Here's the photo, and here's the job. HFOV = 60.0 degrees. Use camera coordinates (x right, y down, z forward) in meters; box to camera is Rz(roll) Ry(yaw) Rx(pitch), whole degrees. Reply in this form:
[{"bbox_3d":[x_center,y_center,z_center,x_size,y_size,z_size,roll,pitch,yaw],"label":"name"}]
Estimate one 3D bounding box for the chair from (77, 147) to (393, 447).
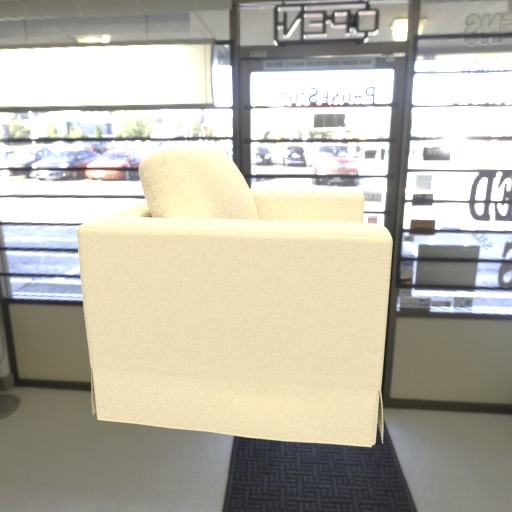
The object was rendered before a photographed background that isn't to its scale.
[{"bbox_3d":[0.000,0.000,1.839,0.957,0.878,1.150,2,15,9],"label":"chair"}]
